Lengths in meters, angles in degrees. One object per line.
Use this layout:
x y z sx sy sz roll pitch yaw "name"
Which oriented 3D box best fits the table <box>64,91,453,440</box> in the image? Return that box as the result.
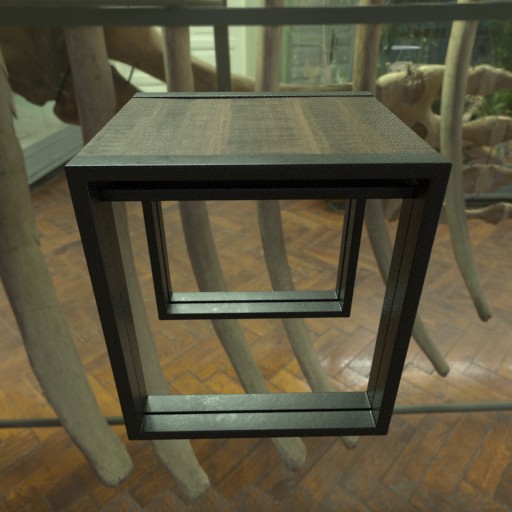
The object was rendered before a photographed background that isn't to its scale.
0.000 0.000 0.901 0.500 0.550 0.449 -1 32 -1 "table"
